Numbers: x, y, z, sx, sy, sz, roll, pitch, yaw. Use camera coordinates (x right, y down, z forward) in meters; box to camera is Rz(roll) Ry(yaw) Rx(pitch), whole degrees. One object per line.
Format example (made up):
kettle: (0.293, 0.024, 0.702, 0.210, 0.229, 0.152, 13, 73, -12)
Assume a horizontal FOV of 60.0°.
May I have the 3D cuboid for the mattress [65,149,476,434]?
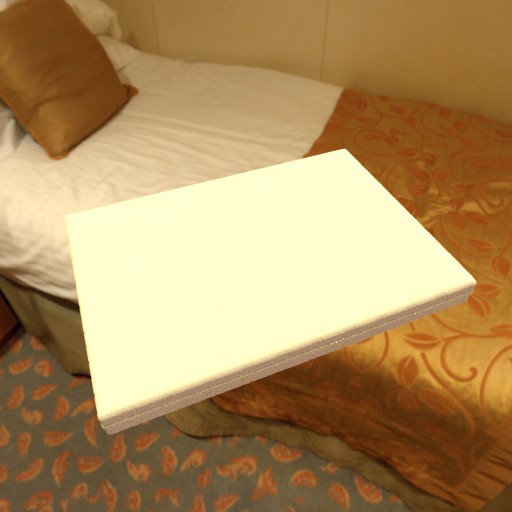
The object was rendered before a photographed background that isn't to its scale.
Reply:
mattress: (0.000, 0.000, 2.608, 2.000, 0.200, 1.400, -16, 48, -15)
